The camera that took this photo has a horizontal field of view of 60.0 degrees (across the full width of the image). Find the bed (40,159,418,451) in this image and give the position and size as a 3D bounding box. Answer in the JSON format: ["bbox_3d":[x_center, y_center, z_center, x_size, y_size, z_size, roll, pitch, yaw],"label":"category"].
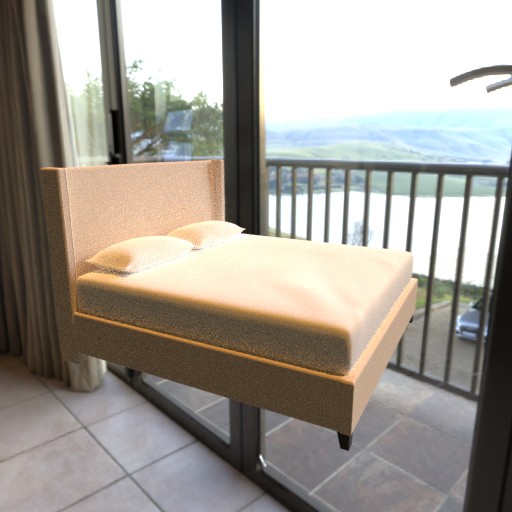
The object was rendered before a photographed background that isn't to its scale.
[{"bbox_3d":[0.000,0.000,3.666,2.293,1.471,2.145,7,16,27],"label":"bed"}]
